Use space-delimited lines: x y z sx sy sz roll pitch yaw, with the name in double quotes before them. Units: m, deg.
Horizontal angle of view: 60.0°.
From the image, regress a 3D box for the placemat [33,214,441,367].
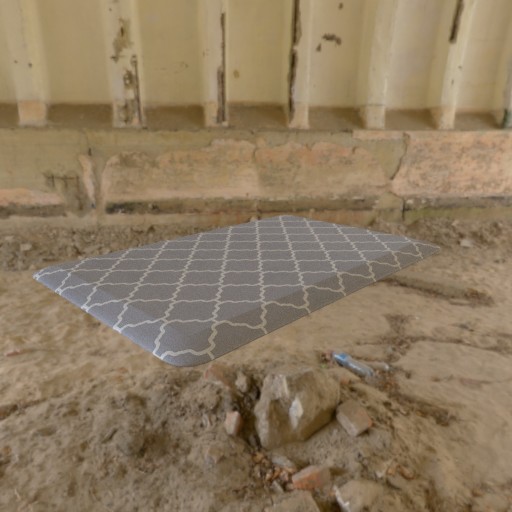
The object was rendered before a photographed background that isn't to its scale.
"placemat" 0.000 0.000 0.953 0.508 0.021 0.762 16 23 42
